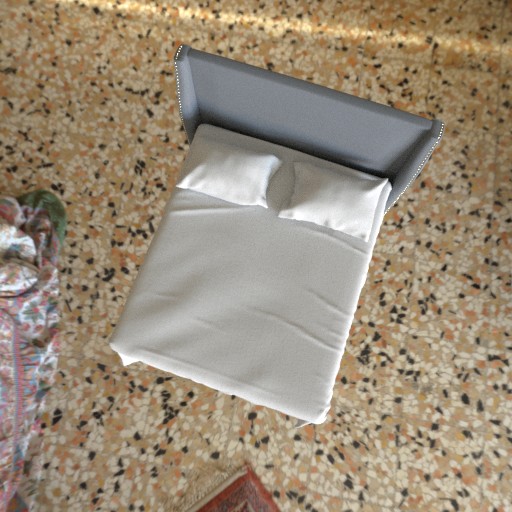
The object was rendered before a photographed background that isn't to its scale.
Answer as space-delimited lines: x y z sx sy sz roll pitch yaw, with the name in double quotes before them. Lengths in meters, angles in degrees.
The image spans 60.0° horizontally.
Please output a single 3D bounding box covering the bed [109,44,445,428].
"bed" 0.000 0.000 3.388 1.925 1.332 2.276 18 77 5
